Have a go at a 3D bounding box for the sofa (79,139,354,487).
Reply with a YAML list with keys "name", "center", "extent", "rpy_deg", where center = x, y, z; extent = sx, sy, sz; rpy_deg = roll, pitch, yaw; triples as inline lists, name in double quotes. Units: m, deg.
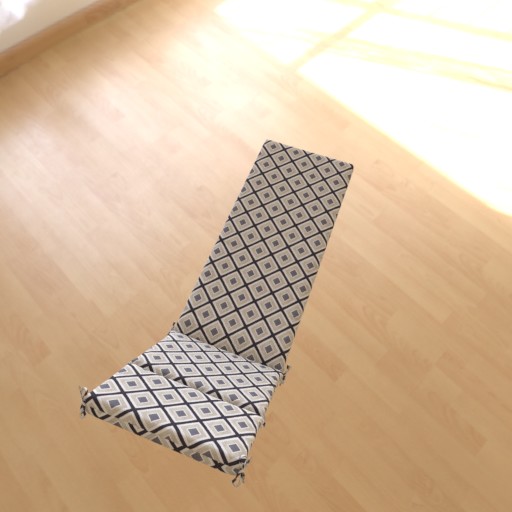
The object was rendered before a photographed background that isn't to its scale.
- name: "sofa"
  center: [0.000, 0.000, 1.884]
  extent: [0.582, 0.622, 1.663]
  rpy_deg: [19, 65, 9]
